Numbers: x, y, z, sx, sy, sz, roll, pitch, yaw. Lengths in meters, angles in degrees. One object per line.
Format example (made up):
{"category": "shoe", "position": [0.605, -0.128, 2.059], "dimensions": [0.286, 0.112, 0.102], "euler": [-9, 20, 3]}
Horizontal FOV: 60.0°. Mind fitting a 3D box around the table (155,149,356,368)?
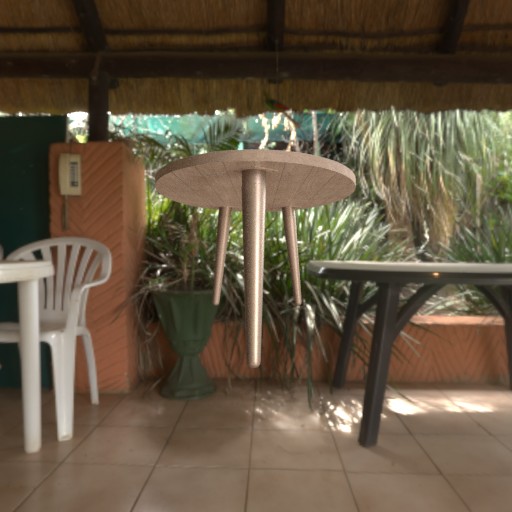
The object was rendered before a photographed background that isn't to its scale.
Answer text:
{"category": "table", "position": [0.000, 0.000, 1.316], "dimensions": [0.542, 0.390, 1.083], "euler": [0, 1, 1]}
